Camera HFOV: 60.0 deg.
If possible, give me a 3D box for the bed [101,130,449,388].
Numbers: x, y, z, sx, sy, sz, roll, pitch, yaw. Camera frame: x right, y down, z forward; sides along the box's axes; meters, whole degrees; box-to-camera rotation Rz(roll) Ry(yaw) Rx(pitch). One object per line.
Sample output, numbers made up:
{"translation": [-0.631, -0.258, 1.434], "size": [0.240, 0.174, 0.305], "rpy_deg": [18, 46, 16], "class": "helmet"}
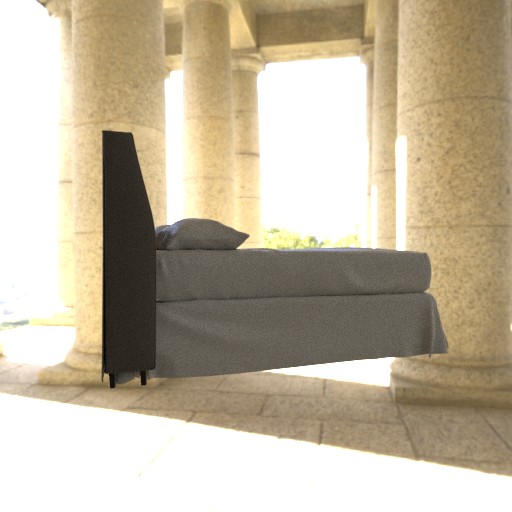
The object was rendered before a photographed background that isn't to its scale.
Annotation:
{"translation": [0.000, 0.000, 3.465], "size": [2.276, 1.332, 1.925], "rpy_deg": [0, 1, -19], "class": "bed"}
